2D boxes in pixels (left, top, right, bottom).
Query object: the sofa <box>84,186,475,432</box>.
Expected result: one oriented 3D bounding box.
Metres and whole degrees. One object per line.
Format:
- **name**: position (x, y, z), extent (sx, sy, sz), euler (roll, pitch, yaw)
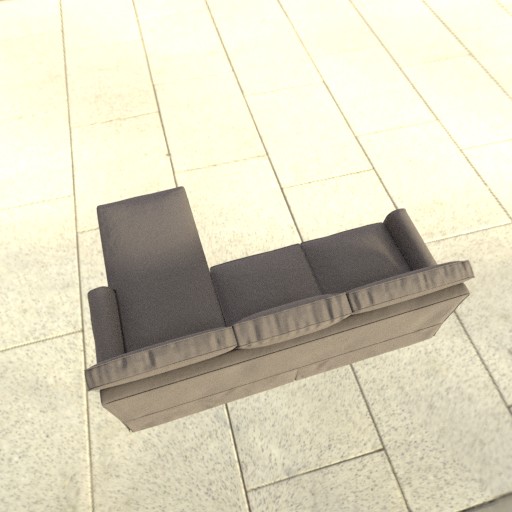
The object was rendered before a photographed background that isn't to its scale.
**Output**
- **sofa**: position (0.000, 0.000, 3.348), extent (2.475, 0.978, 1.733), euler (-15, 59, -9)
